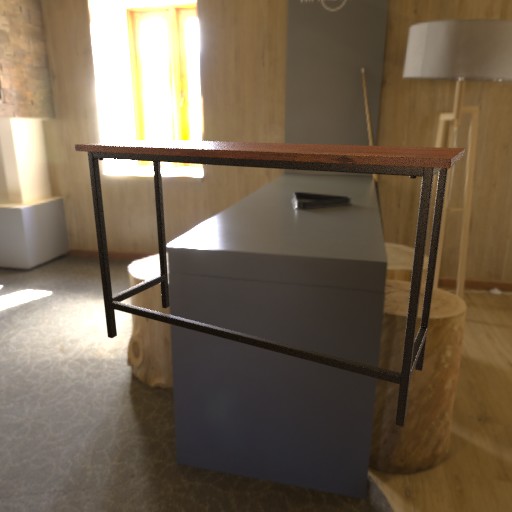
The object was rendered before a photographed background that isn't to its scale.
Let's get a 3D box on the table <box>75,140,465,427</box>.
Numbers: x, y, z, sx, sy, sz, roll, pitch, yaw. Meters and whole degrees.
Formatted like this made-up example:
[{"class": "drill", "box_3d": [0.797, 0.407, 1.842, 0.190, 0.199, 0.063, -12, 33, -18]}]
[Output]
[{"class": "table", "box_3d": [0.000, 0.000, 1.537, 1.204, 0.740, 0.408, 9, 19, 27]}]
